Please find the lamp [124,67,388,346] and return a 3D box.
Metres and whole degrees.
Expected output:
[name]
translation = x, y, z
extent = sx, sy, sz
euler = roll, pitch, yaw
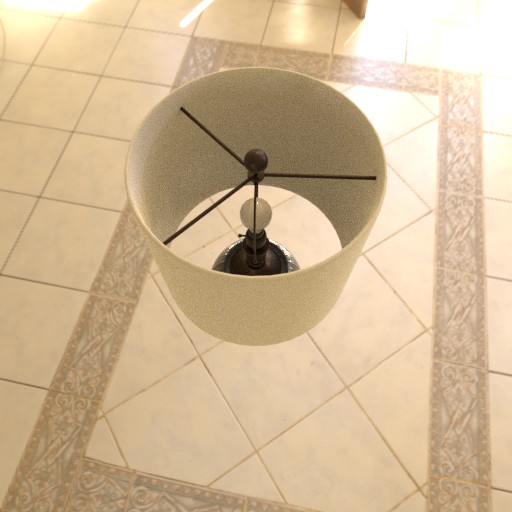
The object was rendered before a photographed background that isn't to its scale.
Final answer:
[lamp]
translation = 0.000, 0.000, 0.798
extent = 0.329, 0.570, 0.329
euler = 2, 64, 1
